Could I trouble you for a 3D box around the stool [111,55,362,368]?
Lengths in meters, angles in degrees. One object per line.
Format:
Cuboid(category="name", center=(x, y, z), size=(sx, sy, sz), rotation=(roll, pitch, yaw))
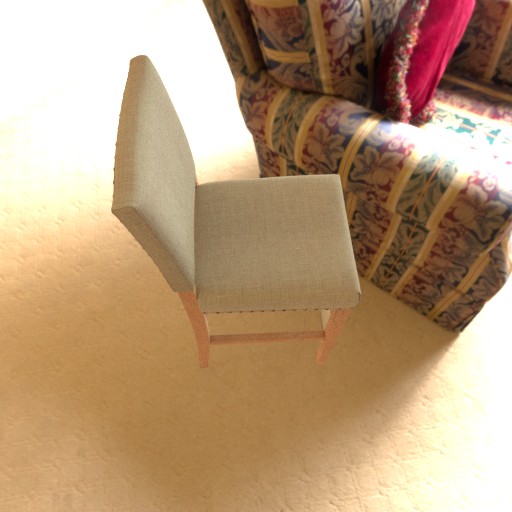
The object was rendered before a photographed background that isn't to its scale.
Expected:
Cuboid(category="stool", center=(0.000, 0.000, 1.450), size=(0.585, 1.203, 0.445), rotation=(-3, 61, -1))
